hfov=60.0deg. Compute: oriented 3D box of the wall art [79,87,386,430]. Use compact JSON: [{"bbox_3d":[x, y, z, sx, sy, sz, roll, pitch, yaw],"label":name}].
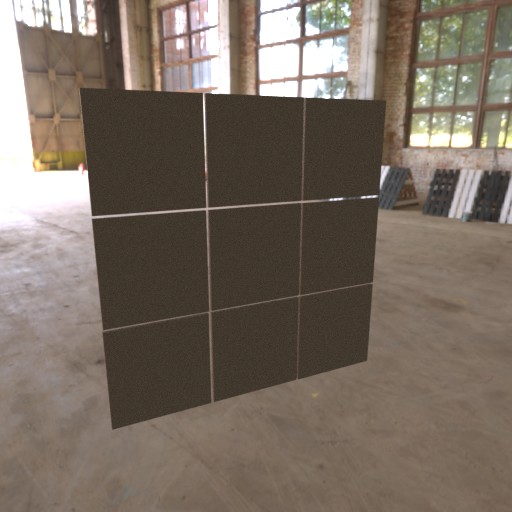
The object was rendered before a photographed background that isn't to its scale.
[{"bbox_3d":[0.000,0.000,1.777,1.216,1.216,0.013,-7,17,-25],"label":"wall art"}]
